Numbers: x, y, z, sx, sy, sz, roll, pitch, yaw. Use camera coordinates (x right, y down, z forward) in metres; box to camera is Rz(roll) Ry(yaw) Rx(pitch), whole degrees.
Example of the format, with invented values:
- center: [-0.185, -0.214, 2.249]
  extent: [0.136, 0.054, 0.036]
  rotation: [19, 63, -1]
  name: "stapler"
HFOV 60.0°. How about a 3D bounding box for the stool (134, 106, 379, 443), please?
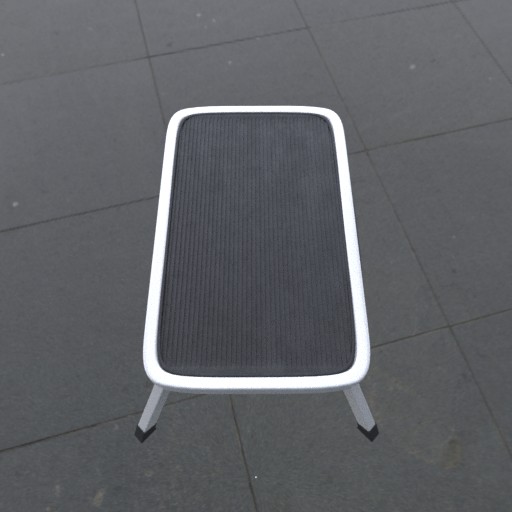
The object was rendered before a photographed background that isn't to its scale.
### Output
- center: [0.000, 0.000, 0.605]
  extent: [0.320, 0.170, 0.460]
  rotation: [0, 63, 0]
  name: "stool"
